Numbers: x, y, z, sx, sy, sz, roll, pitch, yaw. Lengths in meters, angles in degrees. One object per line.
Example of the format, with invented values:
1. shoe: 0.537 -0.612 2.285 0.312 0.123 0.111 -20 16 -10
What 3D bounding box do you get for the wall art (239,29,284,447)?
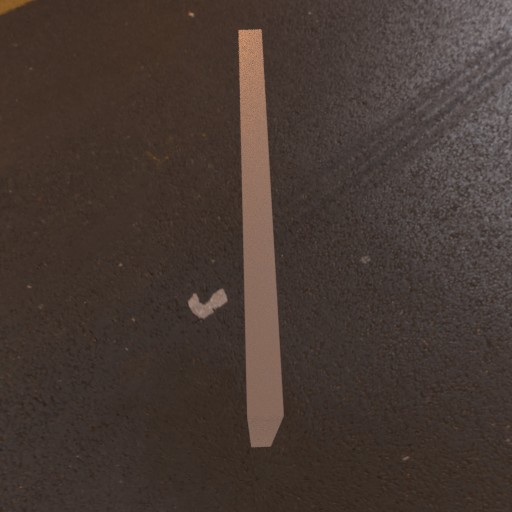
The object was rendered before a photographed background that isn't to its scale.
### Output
1. wall art: 0.000 0.000 1.396 0.066 0.801 1.056 -2 63 -1
